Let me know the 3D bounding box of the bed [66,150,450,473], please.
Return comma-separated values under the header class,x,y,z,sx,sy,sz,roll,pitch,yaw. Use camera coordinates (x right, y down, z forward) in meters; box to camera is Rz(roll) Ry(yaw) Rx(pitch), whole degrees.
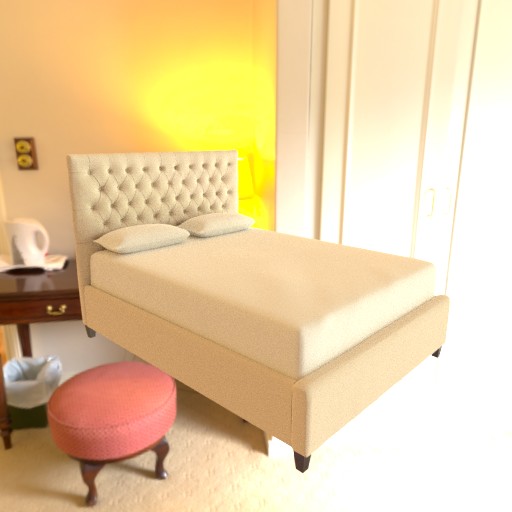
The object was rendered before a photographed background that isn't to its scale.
class,x,y,z,sx,sy,sz,roll,pitch,yaw
bed,0.000,0.000,3.214,2.233,1.426,1.696,14,20,42
